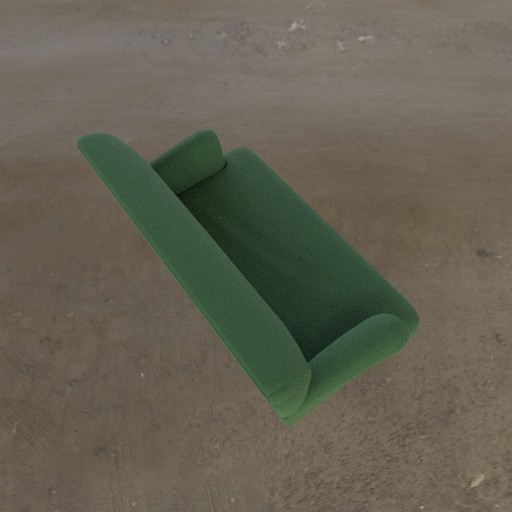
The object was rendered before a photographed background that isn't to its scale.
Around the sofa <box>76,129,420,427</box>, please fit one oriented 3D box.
[{"bbox_3d":[0.000,0.000,1.830,0.779,0.889,1.297,-33,64,-18],"label":"sofa"}]
